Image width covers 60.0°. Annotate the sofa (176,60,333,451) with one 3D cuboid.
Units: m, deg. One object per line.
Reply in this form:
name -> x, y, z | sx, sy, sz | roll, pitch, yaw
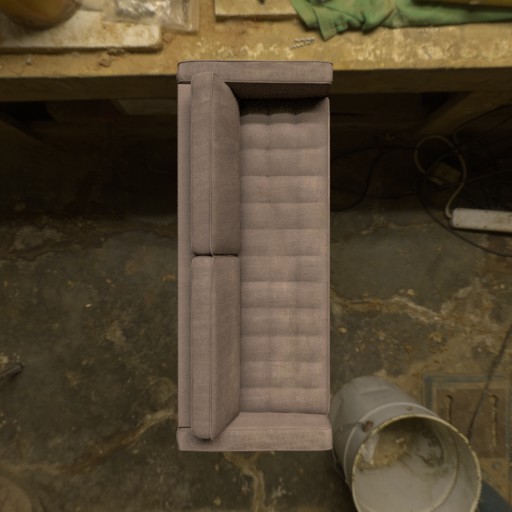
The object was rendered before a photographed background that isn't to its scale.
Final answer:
sofa -> 0.000, 0.000, 2.728 | 0.923, 0.813, 2.295 | 0, 90, 0
